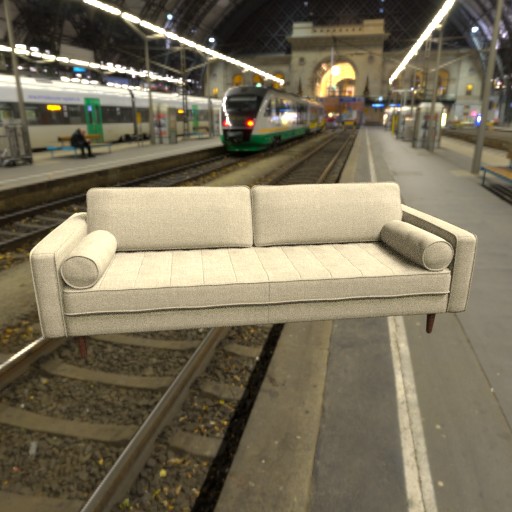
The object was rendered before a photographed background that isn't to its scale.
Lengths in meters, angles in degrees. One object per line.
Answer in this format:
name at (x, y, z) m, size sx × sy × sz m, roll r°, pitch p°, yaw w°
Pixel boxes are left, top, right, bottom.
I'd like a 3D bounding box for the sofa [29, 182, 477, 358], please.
sofa at (0.000, 0.000, 2.593) m, size 2.211 × 0.762 × 0.914 m, roll -2°, pitch 18°, yaw -8°
